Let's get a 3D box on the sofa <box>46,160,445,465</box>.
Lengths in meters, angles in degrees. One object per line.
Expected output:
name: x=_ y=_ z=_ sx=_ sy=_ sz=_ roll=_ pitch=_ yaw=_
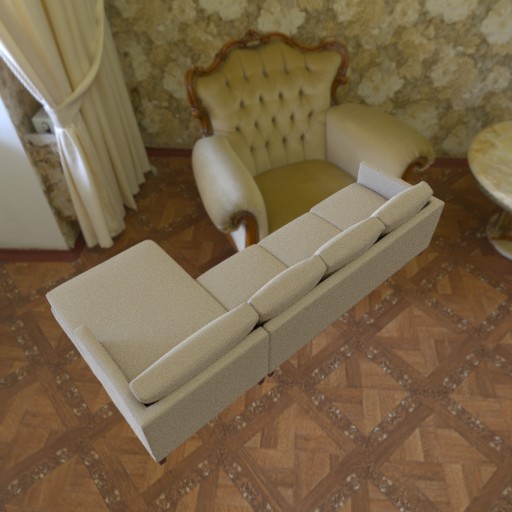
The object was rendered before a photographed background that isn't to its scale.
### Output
sofa: x=0.000 y=0.000 z=3.901 sx=3.186 sy=0.861 sz=1.625 roll=-32 pitch=54 yaw=-27
